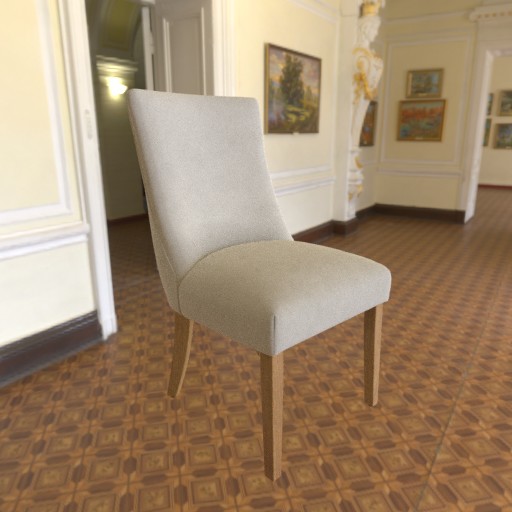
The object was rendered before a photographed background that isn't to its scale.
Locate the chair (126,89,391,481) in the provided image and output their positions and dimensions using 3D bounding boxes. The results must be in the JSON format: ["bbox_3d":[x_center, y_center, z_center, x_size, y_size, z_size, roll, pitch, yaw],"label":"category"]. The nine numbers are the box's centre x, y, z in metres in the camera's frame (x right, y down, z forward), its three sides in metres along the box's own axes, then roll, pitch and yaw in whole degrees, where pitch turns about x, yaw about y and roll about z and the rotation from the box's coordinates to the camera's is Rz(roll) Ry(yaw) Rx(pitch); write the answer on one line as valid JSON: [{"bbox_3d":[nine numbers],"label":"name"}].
[{"bbox_3d":[0.000,0.000,1.263,0.495,0.902,0.610,-14,21,-42],"label":"chair"}]
